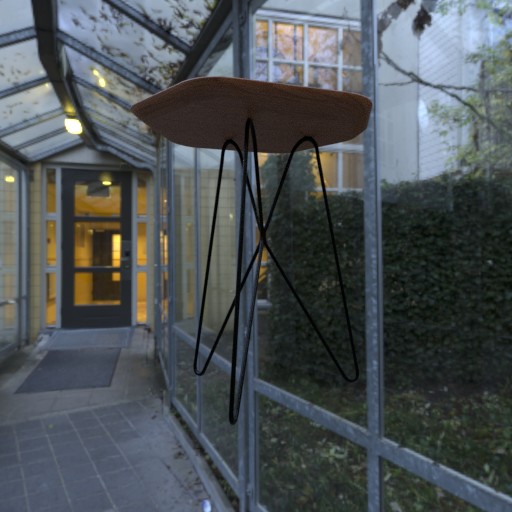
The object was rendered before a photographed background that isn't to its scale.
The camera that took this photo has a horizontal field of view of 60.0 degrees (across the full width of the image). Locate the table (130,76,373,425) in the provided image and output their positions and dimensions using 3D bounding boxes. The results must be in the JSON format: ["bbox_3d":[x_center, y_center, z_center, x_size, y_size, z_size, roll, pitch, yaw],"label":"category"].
[{"bbox_3d":[0.000,0.000,0.915,0.500,0.562,0.400,0,0,-18],"label":"table"}]
